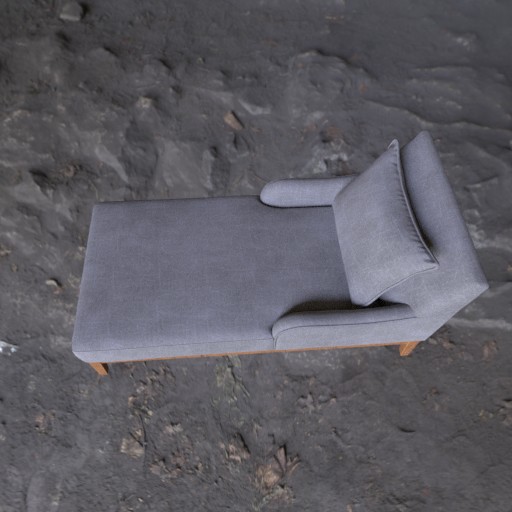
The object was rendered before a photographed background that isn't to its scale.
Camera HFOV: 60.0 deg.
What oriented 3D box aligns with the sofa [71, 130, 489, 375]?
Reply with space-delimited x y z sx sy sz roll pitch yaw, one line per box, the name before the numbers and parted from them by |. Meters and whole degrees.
sofa | 0.000 0.000 2.257 1.779 0.859 0.894 -3 58 -2
